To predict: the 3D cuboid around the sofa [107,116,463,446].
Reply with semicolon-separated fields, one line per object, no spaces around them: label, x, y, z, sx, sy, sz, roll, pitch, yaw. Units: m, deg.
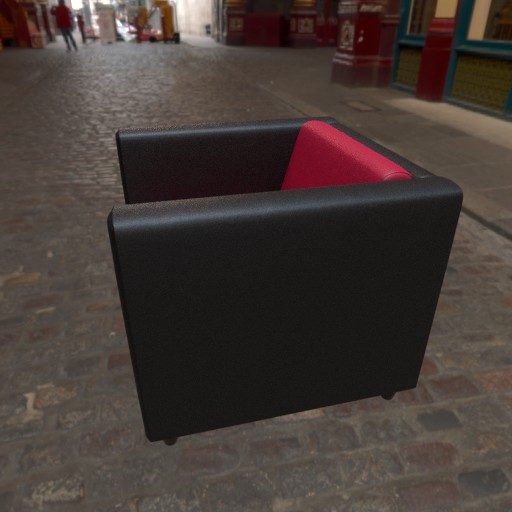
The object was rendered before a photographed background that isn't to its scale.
sofa;0.000;0.000;1.451;0.809;0.724;0.839;-7;30;-12
